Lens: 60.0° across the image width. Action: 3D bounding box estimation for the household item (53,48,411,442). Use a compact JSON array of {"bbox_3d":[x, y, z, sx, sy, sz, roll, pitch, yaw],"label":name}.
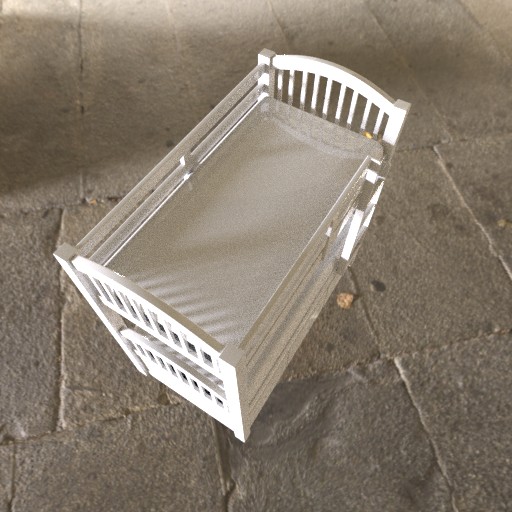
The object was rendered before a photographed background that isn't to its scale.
[{"bbox_3d":[0.000,0.000,3.310,1.143,2.032,2.032,28,62,16],"label":"household item"}]
